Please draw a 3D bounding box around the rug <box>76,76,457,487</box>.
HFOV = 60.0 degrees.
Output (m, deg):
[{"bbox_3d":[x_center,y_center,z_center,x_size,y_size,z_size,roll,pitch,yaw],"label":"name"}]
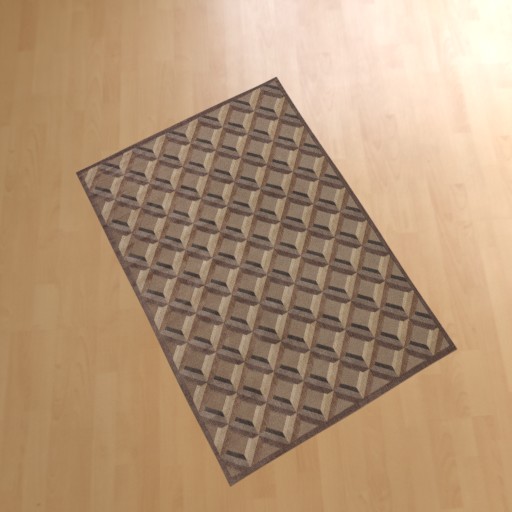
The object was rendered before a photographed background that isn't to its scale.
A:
[{"bbox_3d":[0.000,0.000,2.898,1.600,0.013,2.260,-28,76,-7],"label":"rug"}]
